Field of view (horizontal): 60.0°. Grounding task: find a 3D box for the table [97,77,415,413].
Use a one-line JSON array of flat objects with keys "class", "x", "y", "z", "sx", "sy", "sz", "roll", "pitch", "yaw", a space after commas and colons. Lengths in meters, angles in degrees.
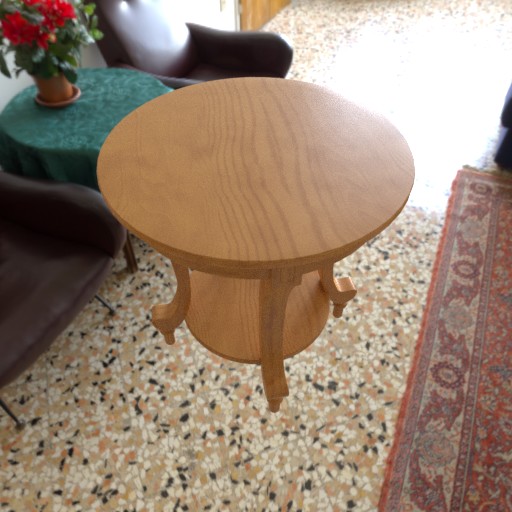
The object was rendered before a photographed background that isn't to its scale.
[{"class": "table", "x": 0.000, "y": 0.000, "z": 1.075, "sx": 0.597, "sy": 0.612, "sz": 0.597, "roll": 0, "pitch": 47, "yaw": 0}]
